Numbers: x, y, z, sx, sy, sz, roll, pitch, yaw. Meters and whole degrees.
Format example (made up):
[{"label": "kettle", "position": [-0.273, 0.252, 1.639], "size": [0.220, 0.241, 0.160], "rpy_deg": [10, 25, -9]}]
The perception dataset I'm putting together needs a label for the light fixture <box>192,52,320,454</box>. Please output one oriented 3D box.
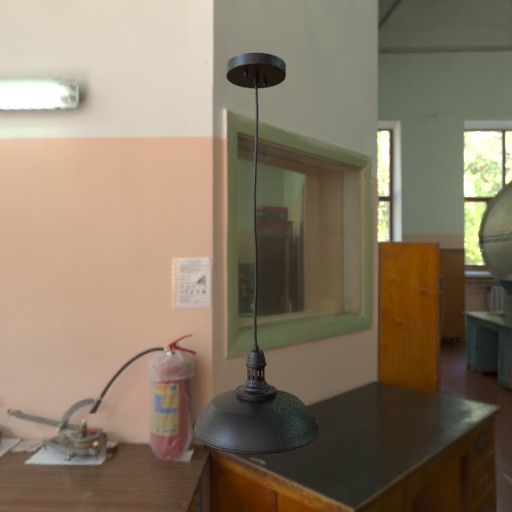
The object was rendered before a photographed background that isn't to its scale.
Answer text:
[{"label": "light fixture", "position": [0.000, 0.000, 1.157], "size": [0.331, 0.993, 0.331], "rpy_deg": [0, -1, 37]}]
